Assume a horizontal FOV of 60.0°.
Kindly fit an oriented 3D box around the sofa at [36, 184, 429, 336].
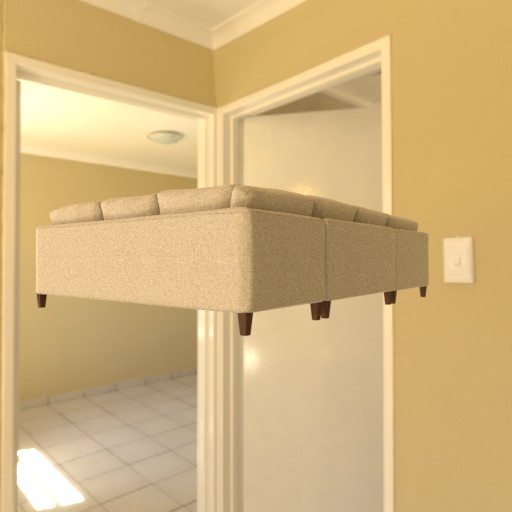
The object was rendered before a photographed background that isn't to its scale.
[{"bbox_3d":[0.000,0.000,4.681,2.593,0.959,3.460,0,0,38],"label":"sofa"}]
